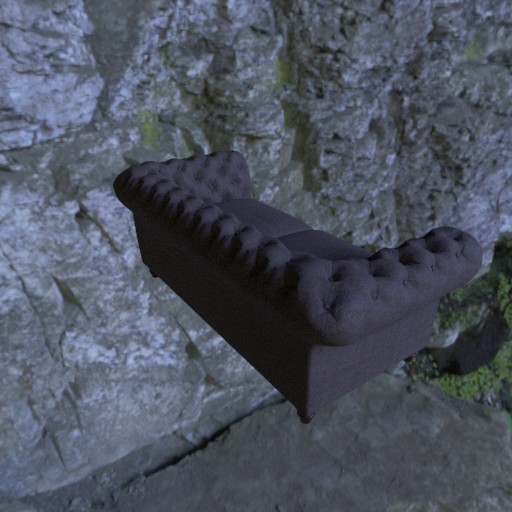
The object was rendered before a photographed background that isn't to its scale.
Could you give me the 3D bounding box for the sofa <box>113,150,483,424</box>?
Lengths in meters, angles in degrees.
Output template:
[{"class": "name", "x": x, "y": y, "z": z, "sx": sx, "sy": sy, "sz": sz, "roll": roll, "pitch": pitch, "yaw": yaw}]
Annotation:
[{"class": "sofa", "x": 0.000, "y": 0.000, "z": 2.485, "sx": 0.944, "sy": 0.780, "sz": 2.048, "roll": -18, "pitch": 32, "yaw": -31}]
